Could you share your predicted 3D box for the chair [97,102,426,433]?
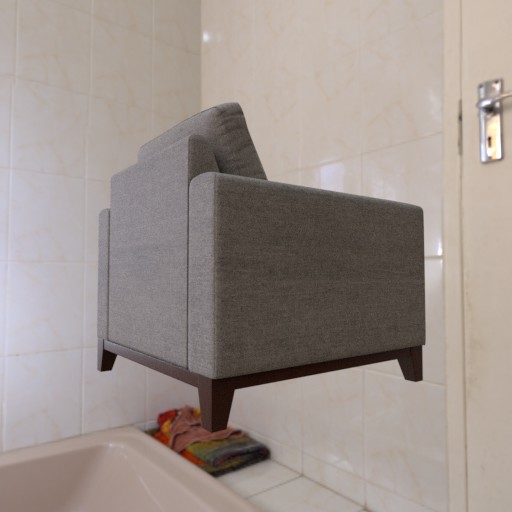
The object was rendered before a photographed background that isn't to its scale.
[{"bbox_3d":[0.000,0.000,1.912,1.038,1.010,1.024,2,-3,-37],"label":"chair"}]
